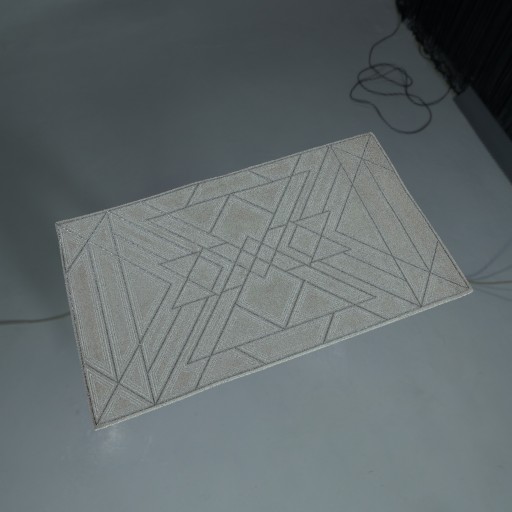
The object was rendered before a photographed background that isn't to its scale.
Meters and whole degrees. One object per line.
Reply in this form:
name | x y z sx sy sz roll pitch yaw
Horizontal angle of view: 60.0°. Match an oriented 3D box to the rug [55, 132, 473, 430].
rug | 0.000 0.000 1.048 0.869 0.008 0.511 -18 64 -9
